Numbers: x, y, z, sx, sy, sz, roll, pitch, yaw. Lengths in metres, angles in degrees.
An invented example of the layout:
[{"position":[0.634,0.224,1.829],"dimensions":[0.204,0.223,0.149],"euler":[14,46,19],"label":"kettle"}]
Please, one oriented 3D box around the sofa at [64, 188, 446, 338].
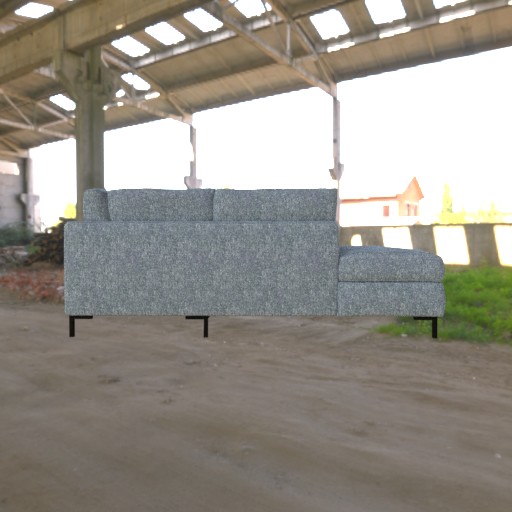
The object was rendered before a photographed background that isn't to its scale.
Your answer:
[{"position":[0.000,0.000,3.497],"dimensions":[1.879,0.756,2.737],"euler":[0,1,0],"label":"sofa"}]
